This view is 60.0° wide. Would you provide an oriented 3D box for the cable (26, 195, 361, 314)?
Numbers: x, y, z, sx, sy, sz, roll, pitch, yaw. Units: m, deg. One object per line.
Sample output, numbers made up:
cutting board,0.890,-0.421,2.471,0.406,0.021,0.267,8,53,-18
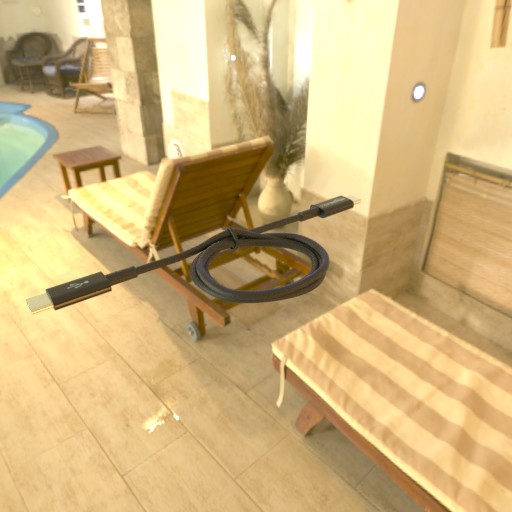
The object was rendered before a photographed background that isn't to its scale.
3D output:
cable,0.000,0.000,0.223,0.203,0.014,0.070,-20,36,-31
